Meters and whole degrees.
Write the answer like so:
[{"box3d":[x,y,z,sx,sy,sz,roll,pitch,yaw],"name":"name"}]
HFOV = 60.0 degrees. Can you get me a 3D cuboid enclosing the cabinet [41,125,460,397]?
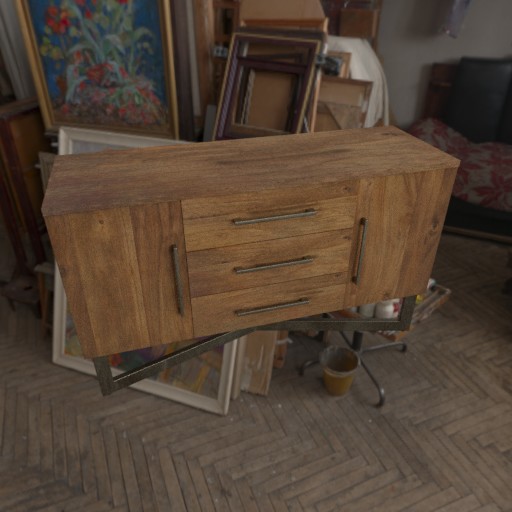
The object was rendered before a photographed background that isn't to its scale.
[{"box3d":[0.000,0.000,1.787,1.373,0.812,0.480,-9,33,-14],"name":"cabinet"}]
